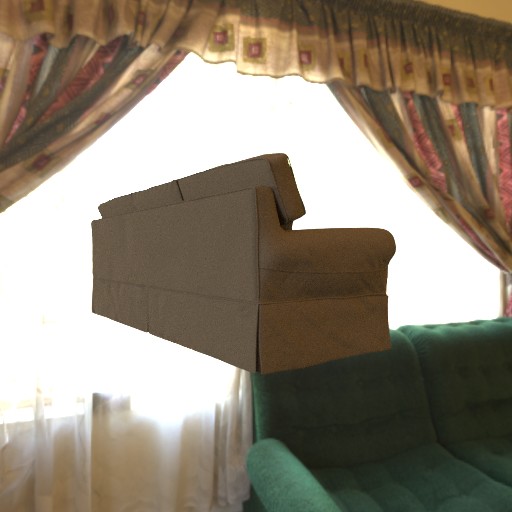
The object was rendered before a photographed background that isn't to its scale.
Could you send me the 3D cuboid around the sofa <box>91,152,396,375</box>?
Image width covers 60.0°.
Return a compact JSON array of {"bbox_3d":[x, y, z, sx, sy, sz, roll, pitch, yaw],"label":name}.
[{"bbox_3d":[0.000,0.000,3.292,1.733,0.978,2.475,0,0,-36],"label":"sofa"}]
